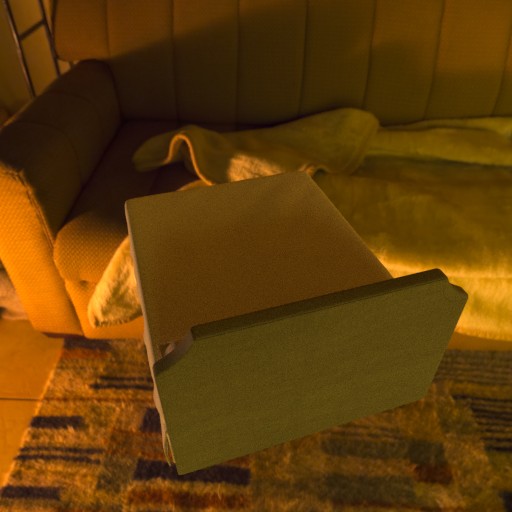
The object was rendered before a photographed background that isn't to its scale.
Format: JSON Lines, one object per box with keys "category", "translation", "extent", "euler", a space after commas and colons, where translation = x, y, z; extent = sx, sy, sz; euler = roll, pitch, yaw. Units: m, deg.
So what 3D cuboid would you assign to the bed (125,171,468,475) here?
{"category": "bed", "translation": [0.000, 0.000, 3.528], "extent": [1.977, 1.306, 2.464], "euler": [-12, 41, -14]}
